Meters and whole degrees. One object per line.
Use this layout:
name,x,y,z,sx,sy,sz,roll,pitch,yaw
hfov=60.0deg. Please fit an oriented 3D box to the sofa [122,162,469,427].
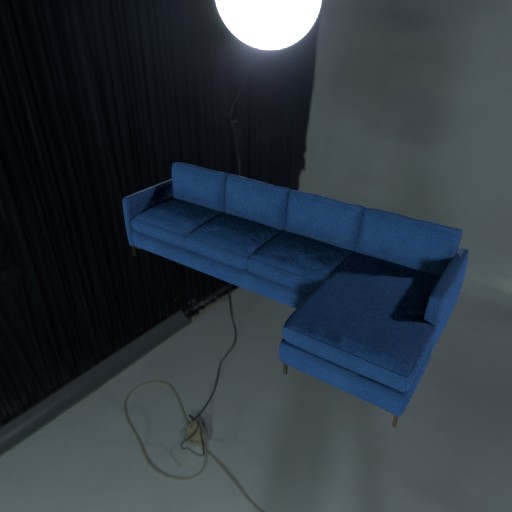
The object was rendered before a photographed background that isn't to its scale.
sofa,0.000,0.000,3.559,2.932,0.810,1.350,19,34,30
